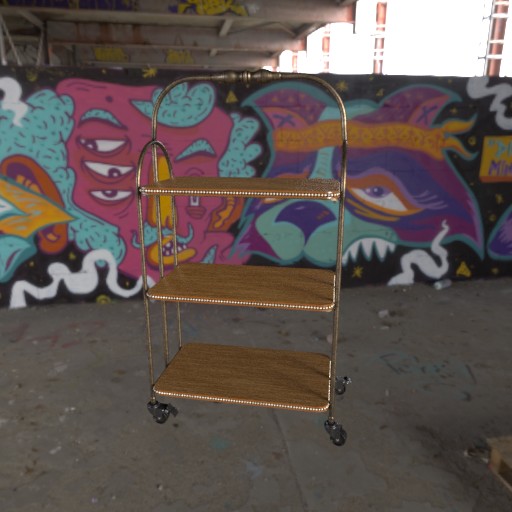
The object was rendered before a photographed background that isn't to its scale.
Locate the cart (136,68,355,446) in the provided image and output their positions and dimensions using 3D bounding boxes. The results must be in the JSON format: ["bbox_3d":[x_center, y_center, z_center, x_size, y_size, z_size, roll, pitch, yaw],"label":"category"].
[{"bbox_3d":[0.000,0.000,1.341,0.650,1.052,0.330,3,16,10],"label":"cart"}]
